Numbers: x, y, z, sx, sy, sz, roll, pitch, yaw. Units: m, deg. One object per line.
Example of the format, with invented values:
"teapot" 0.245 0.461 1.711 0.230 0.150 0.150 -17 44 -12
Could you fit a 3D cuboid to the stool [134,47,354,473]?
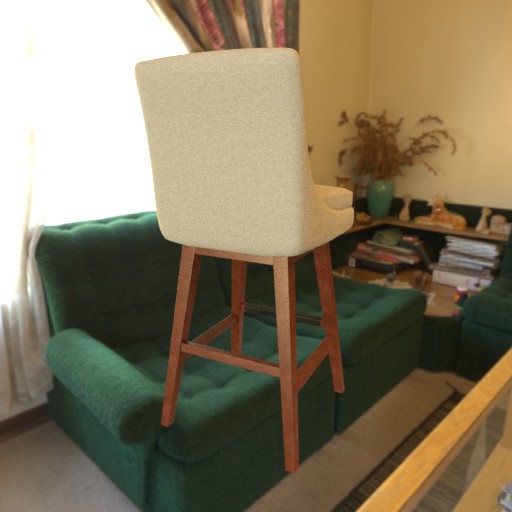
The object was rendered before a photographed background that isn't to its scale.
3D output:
"stool" 0.000 0.000 1.377 0.470 1.092 0.559 8 17 26
